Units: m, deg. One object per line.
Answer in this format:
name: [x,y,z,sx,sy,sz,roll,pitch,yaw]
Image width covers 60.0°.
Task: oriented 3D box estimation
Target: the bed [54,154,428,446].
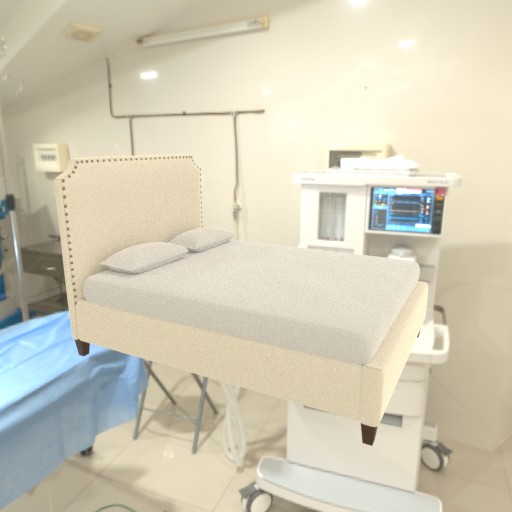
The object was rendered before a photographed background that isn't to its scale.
bed: [0.000,0.000,3.445,2.372,1.497,1.712,7,16,27]
